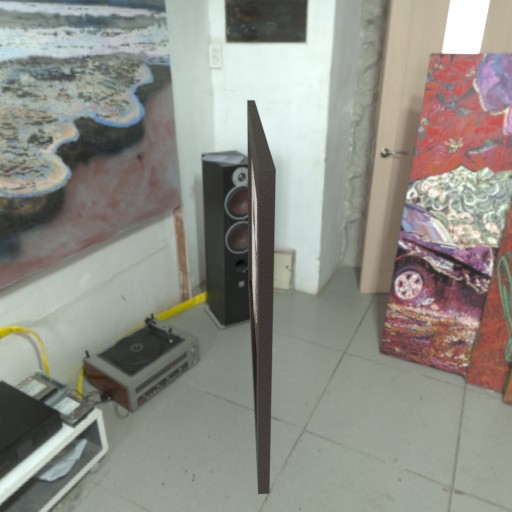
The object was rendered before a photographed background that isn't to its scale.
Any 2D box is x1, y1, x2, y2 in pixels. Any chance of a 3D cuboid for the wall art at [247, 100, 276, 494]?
[{"bbox_3d":[0.000,0.000,1.622,0.034,0.952,1.207,-1,26,-2],"label":"wall art"}]
